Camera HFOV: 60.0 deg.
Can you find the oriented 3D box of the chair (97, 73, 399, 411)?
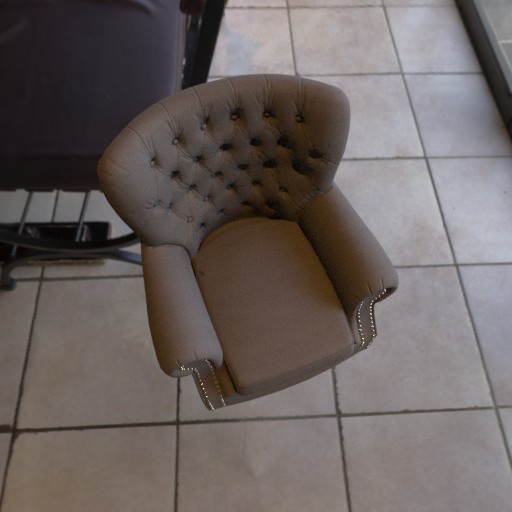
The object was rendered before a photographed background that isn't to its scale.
[{"bbox_3d":[0.000,0.000,1.819,0.983,1.046,0.983,-19,65,-9],"label":"chair"}]
